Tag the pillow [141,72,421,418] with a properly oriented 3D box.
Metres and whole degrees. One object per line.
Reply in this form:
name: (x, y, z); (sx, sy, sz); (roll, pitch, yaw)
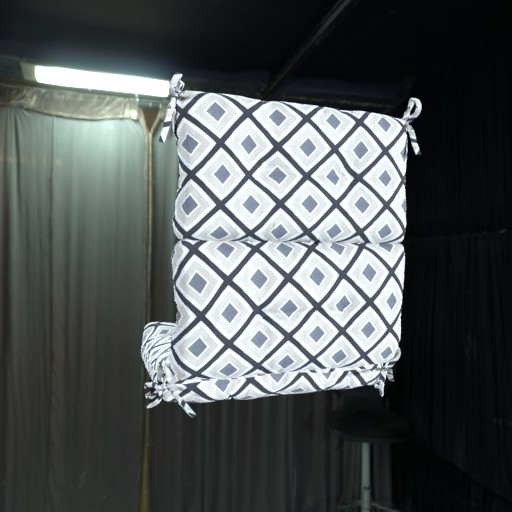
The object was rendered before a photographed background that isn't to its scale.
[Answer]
pillow: (0.000, 0.000, 1.022); (0.519, 0.605, 0.571); (0, -1, -19)
